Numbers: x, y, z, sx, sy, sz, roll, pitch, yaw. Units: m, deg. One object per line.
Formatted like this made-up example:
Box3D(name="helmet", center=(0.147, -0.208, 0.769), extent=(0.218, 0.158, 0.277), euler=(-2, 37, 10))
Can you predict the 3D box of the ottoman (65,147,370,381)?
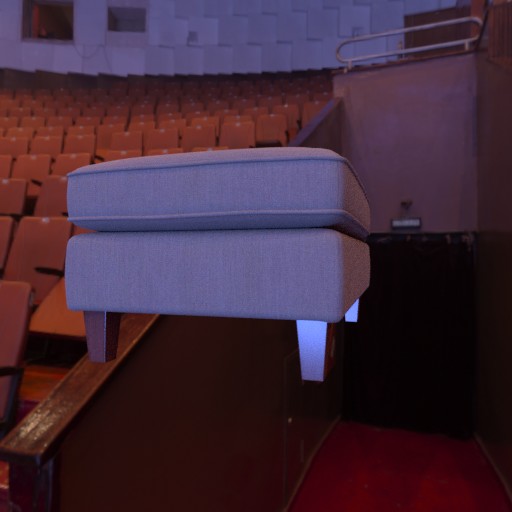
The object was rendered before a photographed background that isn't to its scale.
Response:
Box3D(name="ottoman", center=(0.000, 0.000, 1.326), extent=(0.636, 0.480, 0.941), euler=(0, 0, 17))
